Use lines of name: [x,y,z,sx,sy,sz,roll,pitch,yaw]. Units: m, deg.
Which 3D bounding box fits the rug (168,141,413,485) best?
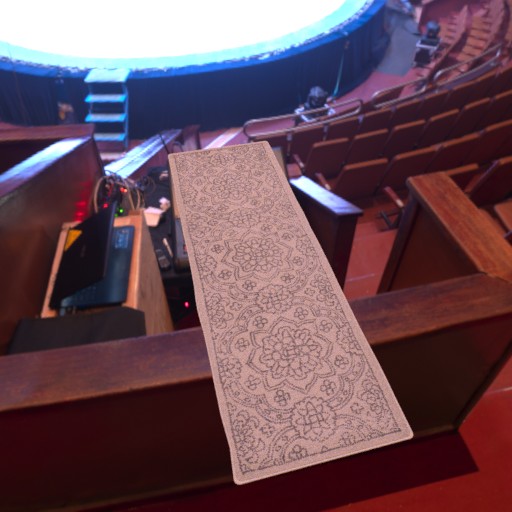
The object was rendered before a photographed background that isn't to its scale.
rug: [0.000,0.000,2.652,0.806,0.006,2.431,-10,47,-10]
